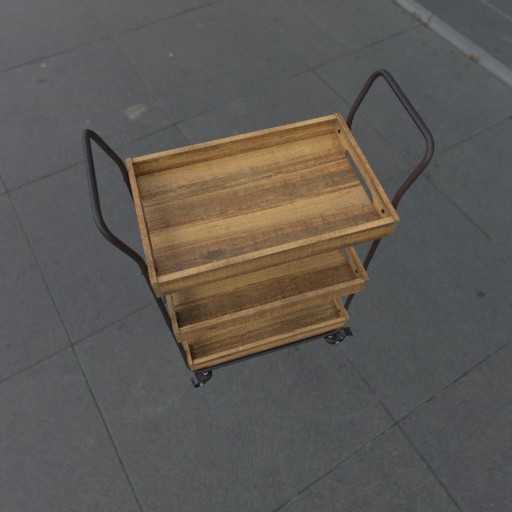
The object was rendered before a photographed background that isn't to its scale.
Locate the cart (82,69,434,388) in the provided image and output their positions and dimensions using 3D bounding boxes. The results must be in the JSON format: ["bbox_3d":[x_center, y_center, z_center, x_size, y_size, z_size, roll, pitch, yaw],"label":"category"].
[{"bbox_3d":[0.000,0.000,1.136,0.583,0.857,0.339,-15,61,-8],"label":"cart"}]
